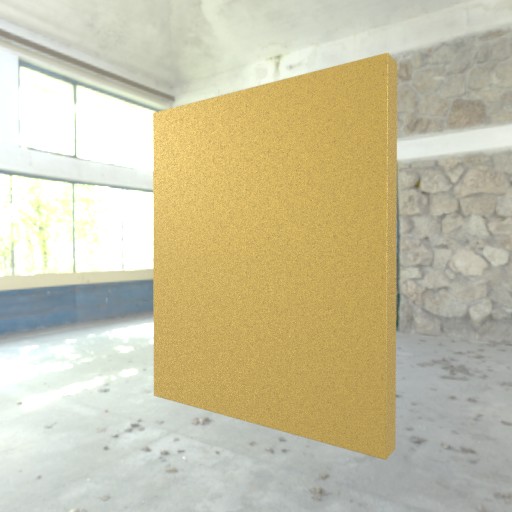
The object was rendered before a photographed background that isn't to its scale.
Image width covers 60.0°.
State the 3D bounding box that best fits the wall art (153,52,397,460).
[{"bbox_3d":[0.000,0.000,0.871,0.537,0.642,0.048,1,1,35],"label":"wall art"}]
